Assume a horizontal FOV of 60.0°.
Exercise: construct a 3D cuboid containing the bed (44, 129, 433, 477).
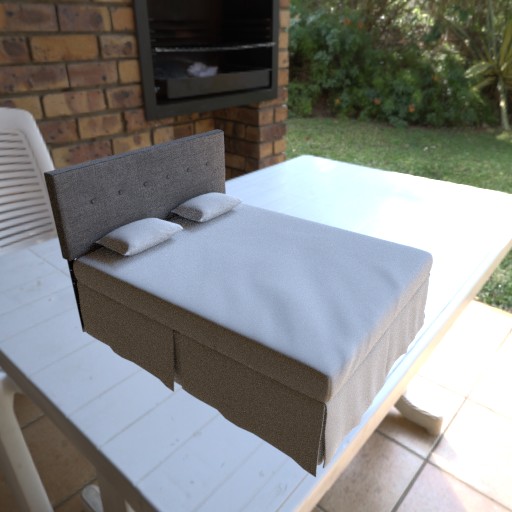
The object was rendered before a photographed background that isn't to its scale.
[{"bbox_3d":[0.000,0.000,2.936,1.958,1.168,1.621,18,32,32],"label":"bed"}]
